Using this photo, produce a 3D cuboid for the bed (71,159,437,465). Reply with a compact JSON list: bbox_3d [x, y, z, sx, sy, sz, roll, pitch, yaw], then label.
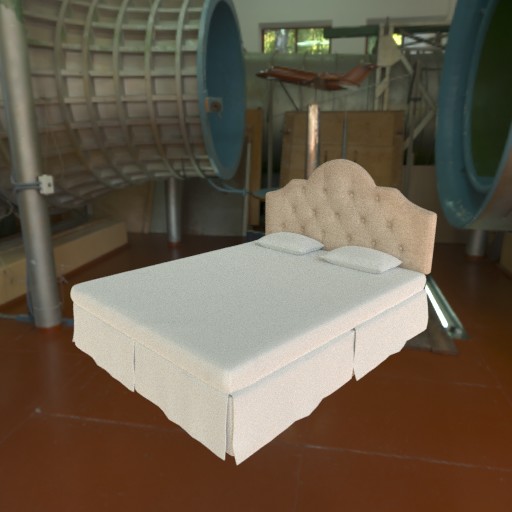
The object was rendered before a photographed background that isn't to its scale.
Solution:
[{"bbox_3d":[0.000,0.000,2.971,1.667,1.194,1.970,15,21,43],"label":"bed"}]
